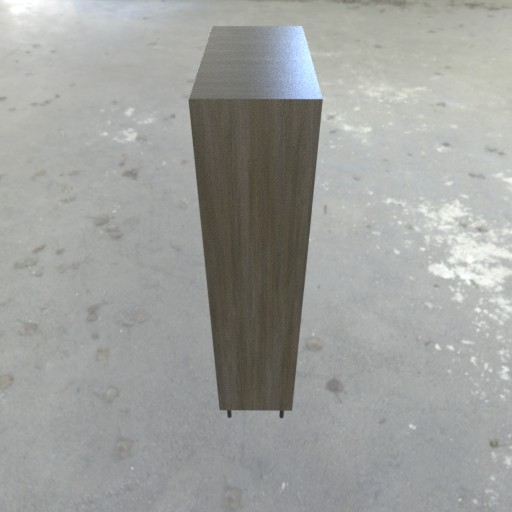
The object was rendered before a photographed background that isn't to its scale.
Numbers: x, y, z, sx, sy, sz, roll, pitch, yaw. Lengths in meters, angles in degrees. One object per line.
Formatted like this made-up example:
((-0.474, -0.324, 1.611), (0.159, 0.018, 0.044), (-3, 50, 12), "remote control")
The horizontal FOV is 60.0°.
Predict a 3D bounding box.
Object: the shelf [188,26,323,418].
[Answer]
((0.000, 0.000, 1.800), (0.323, 1.545, 0.670), (0, 41, 0), "shelf")
